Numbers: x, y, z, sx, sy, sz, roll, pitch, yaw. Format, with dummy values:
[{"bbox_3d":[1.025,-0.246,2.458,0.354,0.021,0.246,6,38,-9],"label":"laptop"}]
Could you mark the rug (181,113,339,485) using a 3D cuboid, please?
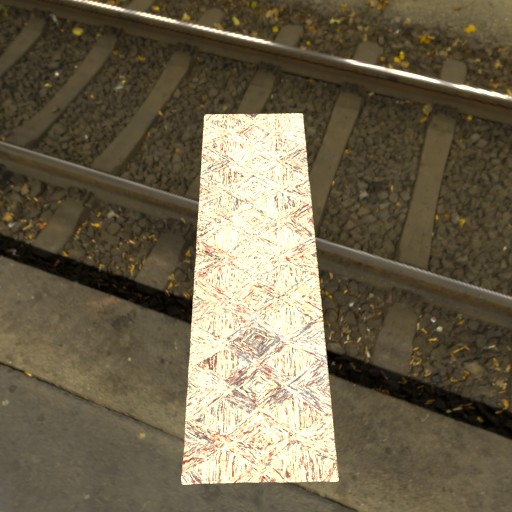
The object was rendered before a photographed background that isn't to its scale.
[{"bbox_3d":[0.000,0.000,2.506,0.688,0.015,2.292,-1,60,0],"label":"rug"}]
